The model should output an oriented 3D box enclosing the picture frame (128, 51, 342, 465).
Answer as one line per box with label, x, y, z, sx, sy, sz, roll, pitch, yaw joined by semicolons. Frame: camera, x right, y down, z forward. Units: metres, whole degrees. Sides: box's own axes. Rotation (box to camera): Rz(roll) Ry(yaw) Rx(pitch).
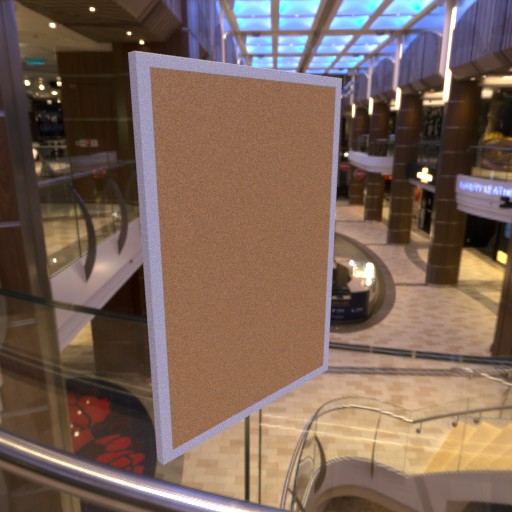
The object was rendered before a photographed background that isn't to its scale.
picture frame;0.000;0.000;0.552;0.305;0.434;0.013;-14;21;-42
